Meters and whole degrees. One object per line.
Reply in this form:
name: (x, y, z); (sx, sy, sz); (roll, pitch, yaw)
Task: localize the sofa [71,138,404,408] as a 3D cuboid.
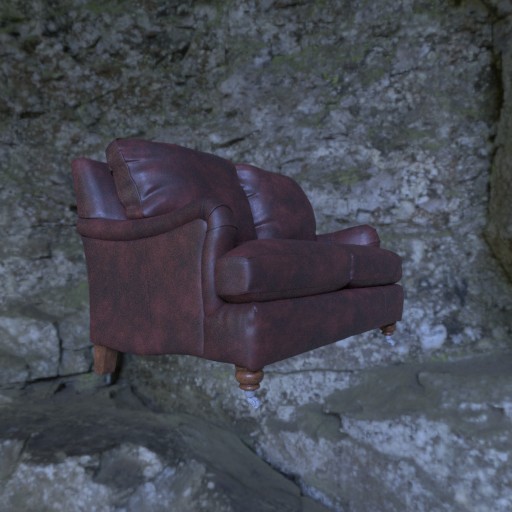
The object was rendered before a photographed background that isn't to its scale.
sofa: (0.000, 0.000, 2.401); (1.148, 1.070, 1.628); (-1, -1, 36)
